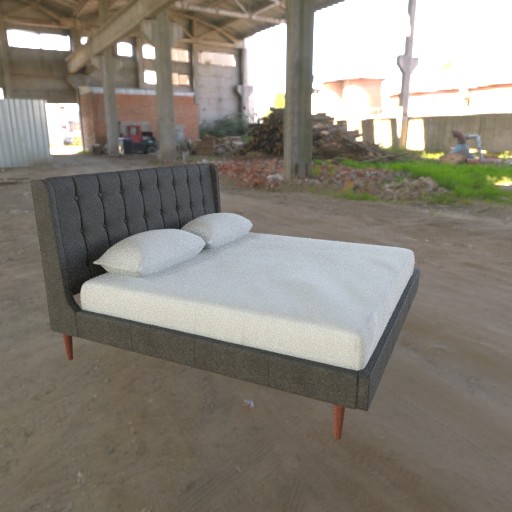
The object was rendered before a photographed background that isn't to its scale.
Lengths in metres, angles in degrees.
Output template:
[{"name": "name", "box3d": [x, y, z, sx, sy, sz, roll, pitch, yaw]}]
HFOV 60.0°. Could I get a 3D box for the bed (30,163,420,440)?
[{"name": "bed", "box3d": [0.000, 0.000, 2.521, 1.638, 0.933, 1.531, 7, 17, 25]}]
